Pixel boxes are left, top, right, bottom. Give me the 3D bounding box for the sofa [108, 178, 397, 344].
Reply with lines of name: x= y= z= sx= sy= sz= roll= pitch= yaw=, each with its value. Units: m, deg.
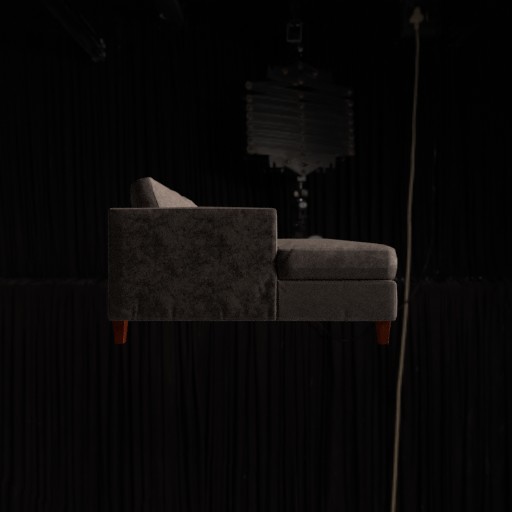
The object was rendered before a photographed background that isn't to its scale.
sofa: x=0.000 y=0.000 z=4.125 sx=1.606 sy=0.954 sz=3.471 roll=0 pitch=0 yaw=1
